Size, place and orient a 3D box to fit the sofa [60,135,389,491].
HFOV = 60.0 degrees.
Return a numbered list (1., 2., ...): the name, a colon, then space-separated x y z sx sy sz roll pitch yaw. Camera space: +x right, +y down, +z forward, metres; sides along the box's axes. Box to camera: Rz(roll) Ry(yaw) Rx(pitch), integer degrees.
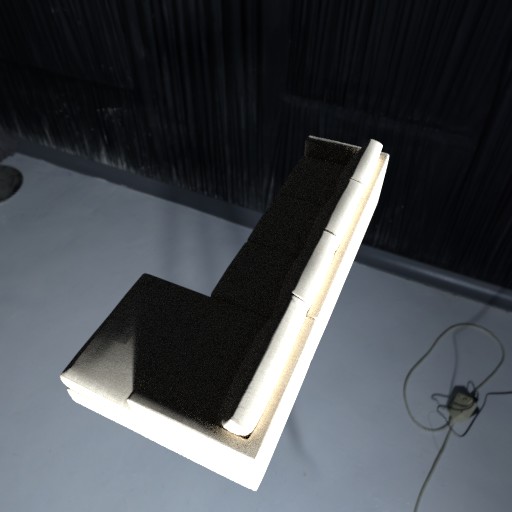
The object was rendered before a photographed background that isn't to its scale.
1. sofa: 0.000 0.000 4.077 1.603 0.954 3.471 18 49 17
